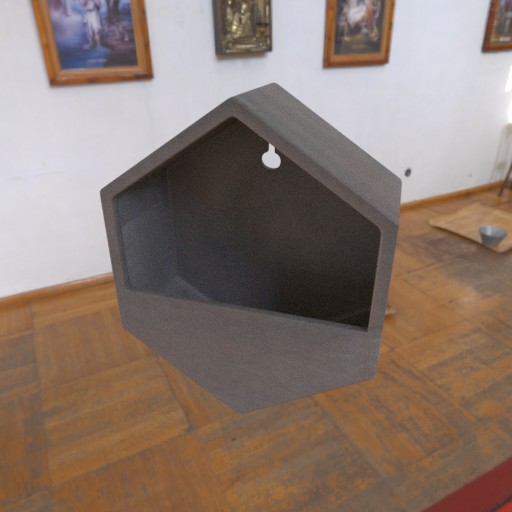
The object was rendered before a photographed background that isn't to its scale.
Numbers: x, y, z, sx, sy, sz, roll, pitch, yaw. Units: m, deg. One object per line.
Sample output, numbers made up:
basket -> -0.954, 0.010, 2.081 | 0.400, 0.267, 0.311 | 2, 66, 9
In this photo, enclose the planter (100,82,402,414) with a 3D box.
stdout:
planter -> 0.000, 0.000, 0.291 | 0.169, 0.206, 0.077 | 8, 28, 16
